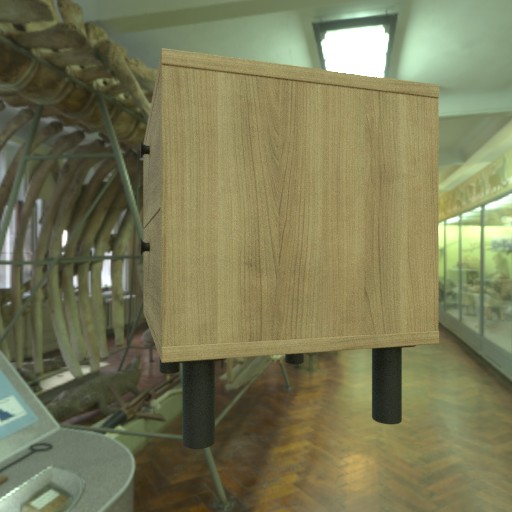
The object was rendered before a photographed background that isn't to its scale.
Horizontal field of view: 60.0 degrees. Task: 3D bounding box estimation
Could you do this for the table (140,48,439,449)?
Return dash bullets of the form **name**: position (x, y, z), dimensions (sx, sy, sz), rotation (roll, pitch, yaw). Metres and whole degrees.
- **table**: position (0.000, 0.000, 0.753), dimensions (0.380, 0.460, 0.445), rotation (0, 0, -17)
